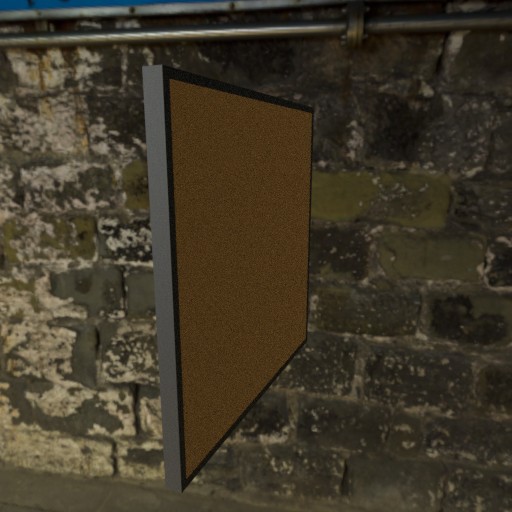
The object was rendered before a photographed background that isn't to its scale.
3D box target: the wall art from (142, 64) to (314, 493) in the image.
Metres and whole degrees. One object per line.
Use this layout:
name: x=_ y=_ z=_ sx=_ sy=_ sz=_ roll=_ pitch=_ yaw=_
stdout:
wall art: x=0.000 y=0.000 z=1.102 sx=0.038 sy=0.763 sz=0.763 roll=6 pitch=15 yaw=24
